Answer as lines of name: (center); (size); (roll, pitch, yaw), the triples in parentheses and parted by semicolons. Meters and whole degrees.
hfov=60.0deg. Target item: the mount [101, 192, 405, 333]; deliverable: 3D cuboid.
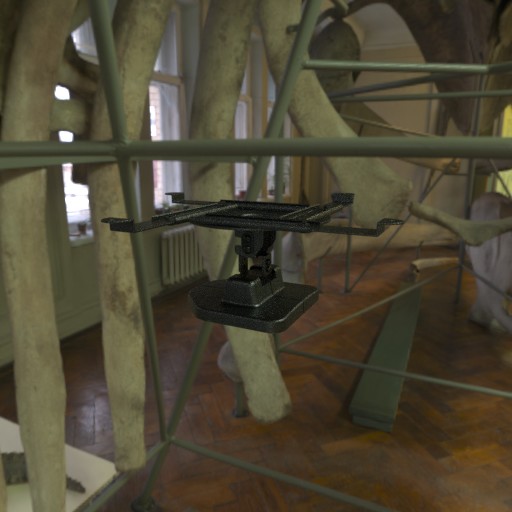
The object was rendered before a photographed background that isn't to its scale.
mount: (0.000, 0.000, 0.598); (0.394, 0.141, 0.394); (7, 15, 25)
